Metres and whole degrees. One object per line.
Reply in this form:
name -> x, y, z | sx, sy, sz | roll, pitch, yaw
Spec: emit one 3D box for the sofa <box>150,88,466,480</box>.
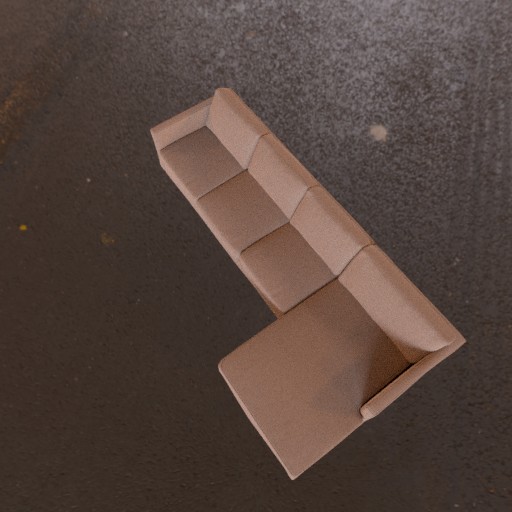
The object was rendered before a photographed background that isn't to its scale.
sofa -> 0.000, 0.000, 3.884 | 1.625, 0.861, 3.186 | -33, 68, -15
